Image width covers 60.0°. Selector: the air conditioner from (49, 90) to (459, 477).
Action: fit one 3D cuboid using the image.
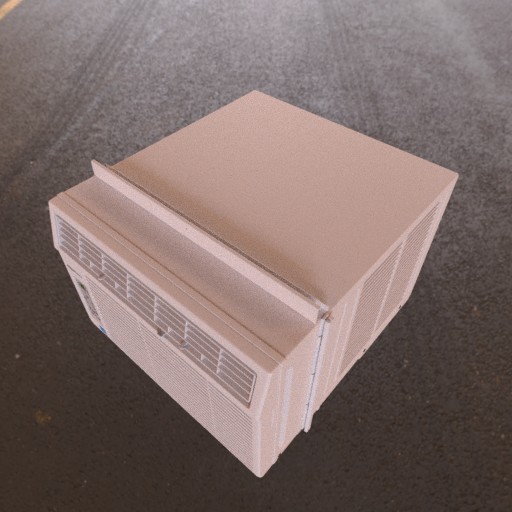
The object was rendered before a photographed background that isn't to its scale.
[{"bbox_3d":[0.000,0.000,0.871,0.503,0.388,0.546,32,55,27],"label":"air conditioner"}]
